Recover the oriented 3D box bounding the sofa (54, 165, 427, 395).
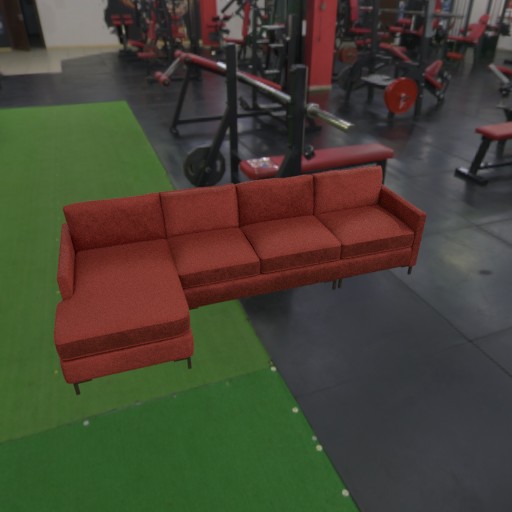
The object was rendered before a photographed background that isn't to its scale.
[{"bbox_3d":[0.000,0.000,4.077,3.400,0.967,1.500,-10,33,-15],"label":"sofa"}]
